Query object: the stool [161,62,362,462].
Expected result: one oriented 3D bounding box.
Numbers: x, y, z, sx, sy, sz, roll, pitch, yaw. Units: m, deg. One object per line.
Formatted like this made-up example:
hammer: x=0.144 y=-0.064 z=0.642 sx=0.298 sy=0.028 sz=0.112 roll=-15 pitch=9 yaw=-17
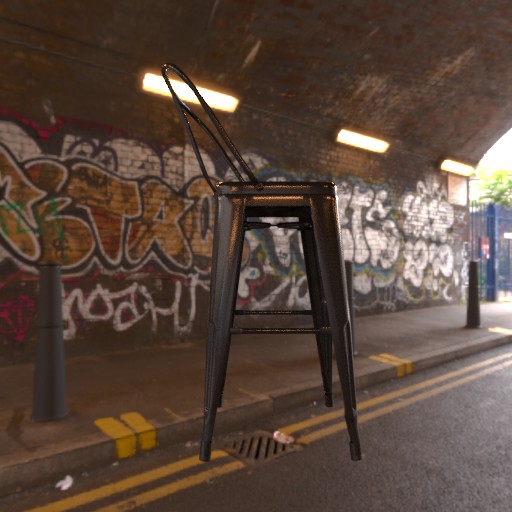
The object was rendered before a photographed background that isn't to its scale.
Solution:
stool: x=0.000 y=0.000 z=1.304 sx=0.528 sy=1.022 sz=0.432 roll=0 pitch=0 yaw=0
